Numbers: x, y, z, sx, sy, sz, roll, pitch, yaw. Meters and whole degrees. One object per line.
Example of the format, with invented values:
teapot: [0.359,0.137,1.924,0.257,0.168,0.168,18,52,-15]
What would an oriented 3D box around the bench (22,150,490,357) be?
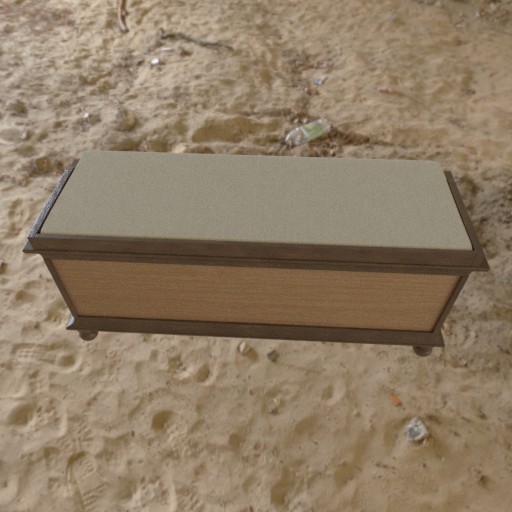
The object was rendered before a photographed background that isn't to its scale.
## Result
bench: [0.000,0.000,1.403,1.185,0.501,0.402,2,47,2]
